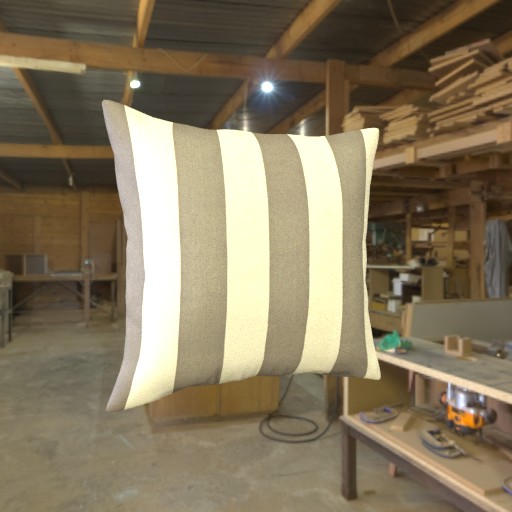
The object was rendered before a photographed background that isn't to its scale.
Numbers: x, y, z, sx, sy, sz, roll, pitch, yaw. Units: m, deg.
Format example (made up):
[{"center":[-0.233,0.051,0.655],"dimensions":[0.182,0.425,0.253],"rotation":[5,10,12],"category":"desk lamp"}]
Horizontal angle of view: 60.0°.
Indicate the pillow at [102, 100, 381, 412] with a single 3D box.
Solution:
[{"center":[0.000,0.000,0.799],"dimensions":[0.522,0.507,0.192],"rotation":[0,1,-18],"category":"pillow"}]
